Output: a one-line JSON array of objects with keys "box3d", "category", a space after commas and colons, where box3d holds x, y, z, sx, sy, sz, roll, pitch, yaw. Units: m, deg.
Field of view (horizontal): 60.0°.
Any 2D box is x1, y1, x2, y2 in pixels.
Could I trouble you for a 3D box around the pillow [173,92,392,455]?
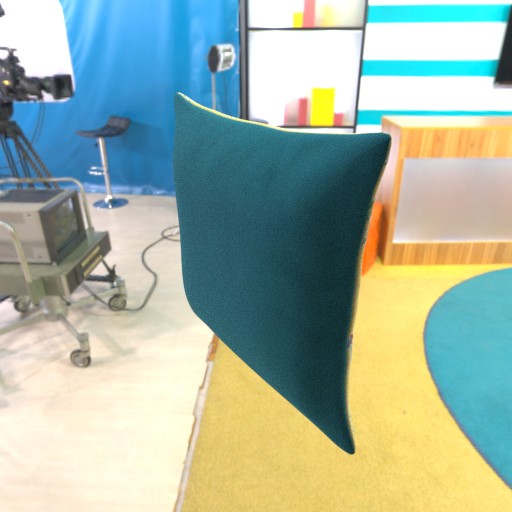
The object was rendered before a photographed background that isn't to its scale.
[{"box3d": [0.000, 0.000, 0.789, 0.166, 0.508, 0.525, -17, 31, -32], "category": "pillow"}]
